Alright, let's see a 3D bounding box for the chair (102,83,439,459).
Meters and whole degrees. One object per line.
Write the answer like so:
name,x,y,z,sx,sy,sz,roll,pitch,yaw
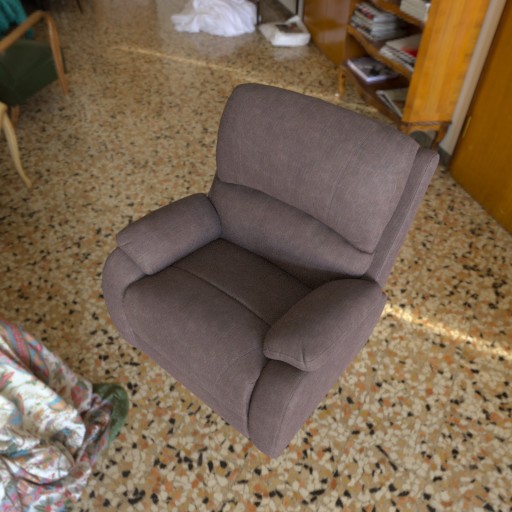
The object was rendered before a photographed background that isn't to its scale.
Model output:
chair,0.000,0.000,1.690,0.930,1.011,0.899,30,52,27
